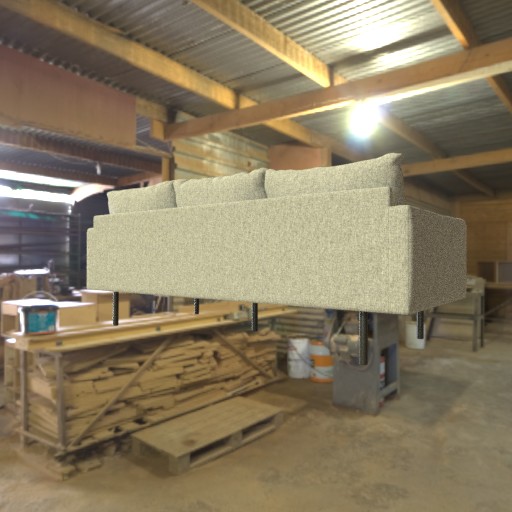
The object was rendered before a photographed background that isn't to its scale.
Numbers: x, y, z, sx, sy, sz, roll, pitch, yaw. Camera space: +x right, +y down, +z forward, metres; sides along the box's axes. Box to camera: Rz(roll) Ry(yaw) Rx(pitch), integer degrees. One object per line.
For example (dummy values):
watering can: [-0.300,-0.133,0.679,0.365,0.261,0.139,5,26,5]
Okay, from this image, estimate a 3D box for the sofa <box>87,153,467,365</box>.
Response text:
sofa: [0.000,0.000,2.454,2.000,0.830,0.850,0,0,38]
